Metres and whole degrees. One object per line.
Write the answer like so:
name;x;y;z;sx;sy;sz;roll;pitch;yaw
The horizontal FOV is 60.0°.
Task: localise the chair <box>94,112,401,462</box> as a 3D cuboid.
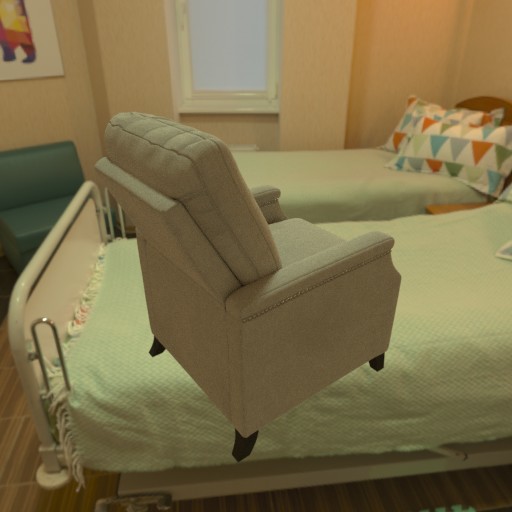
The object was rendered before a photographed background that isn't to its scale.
chair;0.000;0.000;1.641;0.922;1.049;0.710;-20;34;-32
